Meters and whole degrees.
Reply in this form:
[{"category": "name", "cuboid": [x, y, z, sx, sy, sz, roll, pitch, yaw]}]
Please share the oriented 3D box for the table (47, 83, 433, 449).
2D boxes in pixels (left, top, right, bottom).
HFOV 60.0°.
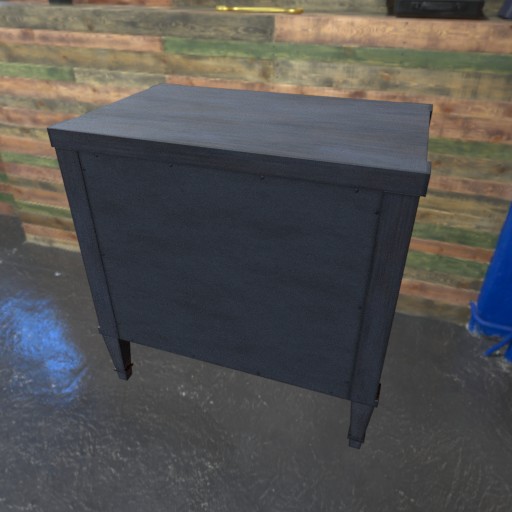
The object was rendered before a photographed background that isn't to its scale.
[{"category": "table", "cuboid": [0.000, 0.000, 1.051, 0.660, 0.660, 0.413, 11, 34, 16]}]
